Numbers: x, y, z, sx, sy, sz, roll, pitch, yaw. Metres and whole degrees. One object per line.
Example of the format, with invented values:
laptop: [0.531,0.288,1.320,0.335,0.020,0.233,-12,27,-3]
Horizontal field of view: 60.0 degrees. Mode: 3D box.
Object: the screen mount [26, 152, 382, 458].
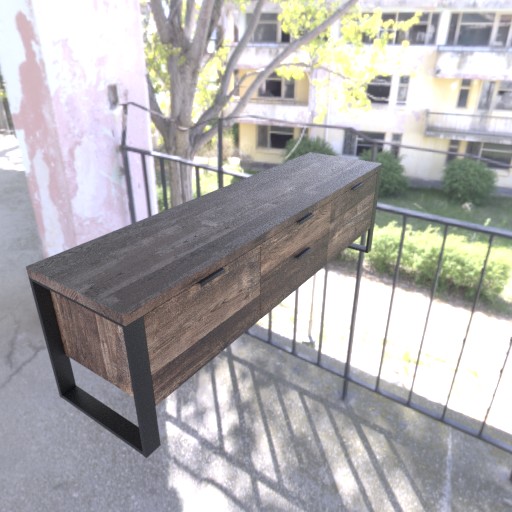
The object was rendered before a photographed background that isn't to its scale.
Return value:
screen mount: [0.000,0.000,1.711,0.395,0.450,1.524,17,31,31]
